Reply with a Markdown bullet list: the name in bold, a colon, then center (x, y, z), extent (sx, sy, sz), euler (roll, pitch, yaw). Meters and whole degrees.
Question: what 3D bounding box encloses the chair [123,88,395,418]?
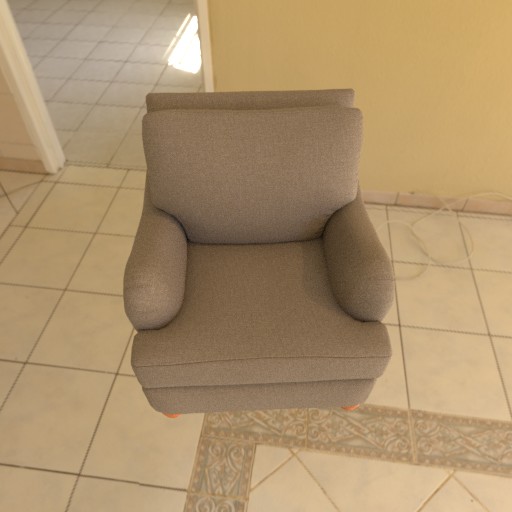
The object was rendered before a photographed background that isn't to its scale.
- **chair**: center (0.000, 0.000, 1.857), extent (0.955, 1.038, 1.070), euler (-2, 47, -2)
